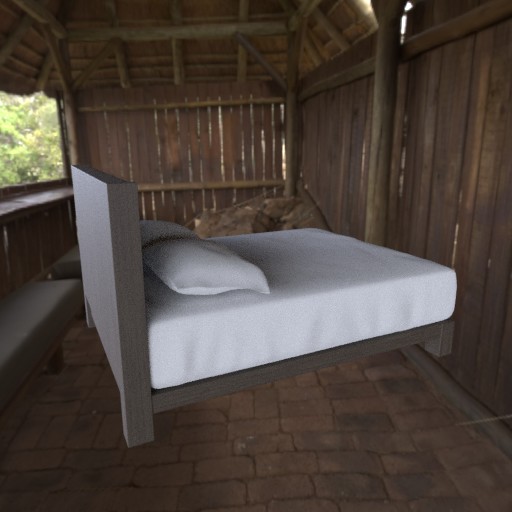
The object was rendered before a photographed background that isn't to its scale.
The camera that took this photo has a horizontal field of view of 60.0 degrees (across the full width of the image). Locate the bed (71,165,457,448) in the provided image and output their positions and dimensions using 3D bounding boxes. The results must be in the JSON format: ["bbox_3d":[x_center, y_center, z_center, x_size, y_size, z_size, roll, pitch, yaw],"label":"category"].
[{"bbox_3d":[0.000,0.000,3.223,2.242,1.270,1.727,-7,16,-26],"label":"bed"}]
